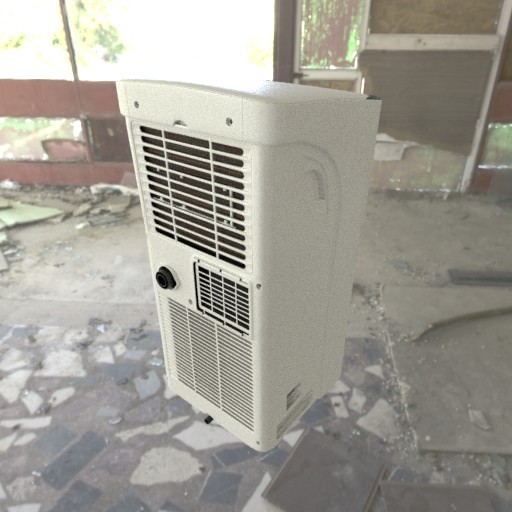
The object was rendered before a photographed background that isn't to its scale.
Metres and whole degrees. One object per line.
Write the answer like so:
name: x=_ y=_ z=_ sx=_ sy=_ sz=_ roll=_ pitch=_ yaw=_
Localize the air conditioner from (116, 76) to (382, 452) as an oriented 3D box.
air conditioner: x=0.000 y=0.000 z=0.927 sx=0.352 sy=0.716 sz=0.369 roll=22 pitch=35 yaw=34
